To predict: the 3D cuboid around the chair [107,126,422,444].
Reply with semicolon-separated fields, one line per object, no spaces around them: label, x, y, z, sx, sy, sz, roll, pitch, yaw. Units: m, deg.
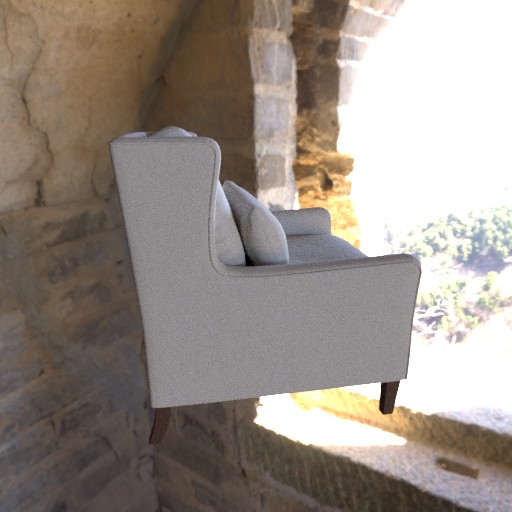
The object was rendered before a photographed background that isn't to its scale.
chair;0.000;0.000;1.880;1.040;1.056;0.982;-3;17;-11
